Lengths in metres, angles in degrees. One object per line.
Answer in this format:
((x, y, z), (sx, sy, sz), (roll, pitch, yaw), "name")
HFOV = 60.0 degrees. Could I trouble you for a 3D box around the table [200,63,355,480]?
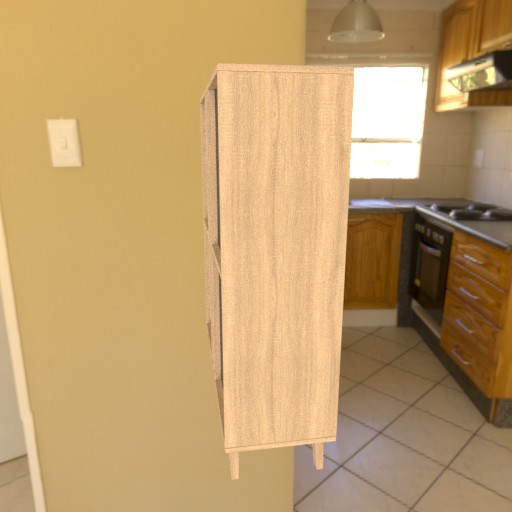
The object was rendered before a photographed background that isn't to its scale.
((0.000, 0.000, 1.947), (0.398, 1.388, 1.111), (-2, 15, -9), "table")
